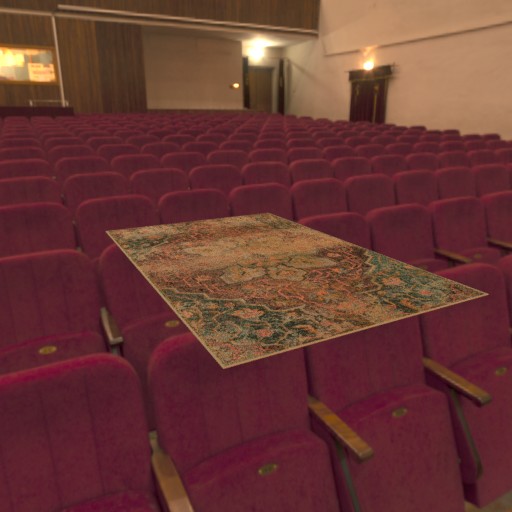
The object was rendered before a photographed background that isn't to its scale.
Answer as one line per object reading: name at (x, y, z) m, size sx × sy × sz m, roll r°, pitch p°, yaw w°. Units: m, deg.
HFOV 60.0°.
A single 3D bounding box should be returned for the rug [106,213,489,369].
rug at (0.000, 0.000, 2.966) m, size 1.566 × 0.004 × 2.363 m, roll -9°, pitch 19°, yaw -26°
